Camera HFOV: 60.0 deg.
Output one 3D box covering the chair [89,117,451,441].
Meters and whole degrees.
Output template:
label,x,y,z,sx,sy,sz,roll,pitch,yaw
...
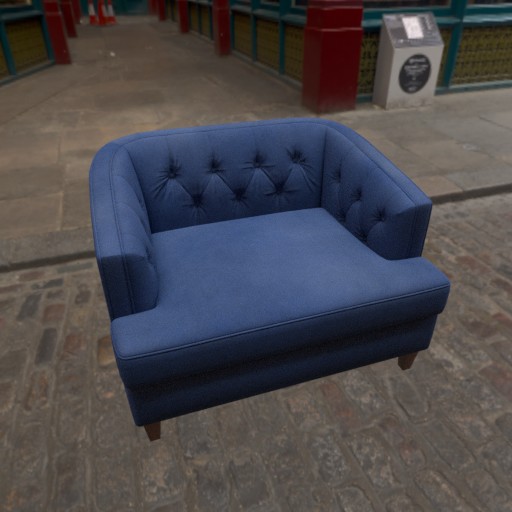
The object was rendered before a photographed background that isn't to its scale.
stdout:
label,x,y,z,sx,sy,sz,roll,pitch,yaw
chair,0.000,0.000,1.722,1.118,0.787,0.914,-10,34,-16
